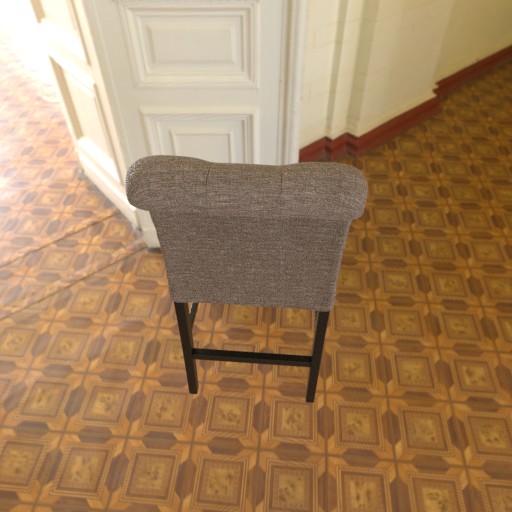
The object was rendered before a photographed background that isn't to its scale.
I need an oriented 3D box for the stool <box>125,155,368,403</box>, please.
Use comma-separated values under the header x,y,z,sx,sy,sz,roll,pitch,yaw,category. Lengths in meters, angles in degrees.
x,y,z,sx,sy,sz,roll,pitch,yaw,category
0.000,0.000,1.325,0.457,0.970,0.611,3,46,3,stool
